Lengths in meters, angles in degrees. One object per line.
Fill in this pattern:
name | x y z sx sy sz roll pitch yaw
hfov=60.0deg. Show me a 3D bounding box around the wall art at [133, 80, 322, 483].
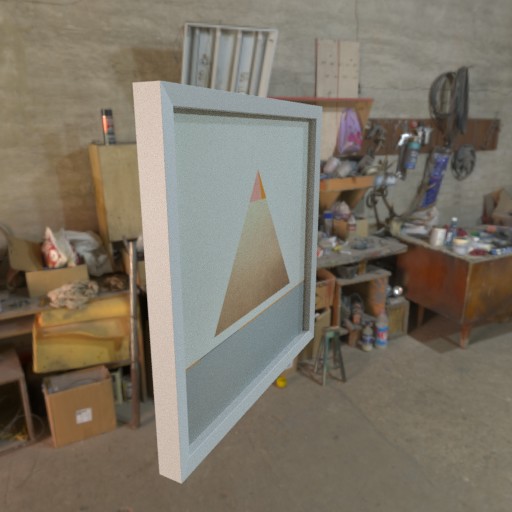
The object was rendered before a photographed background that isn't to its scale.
wall art | 0.000 0.000 1.920 0.098 1.291 1.289 8 17 26
